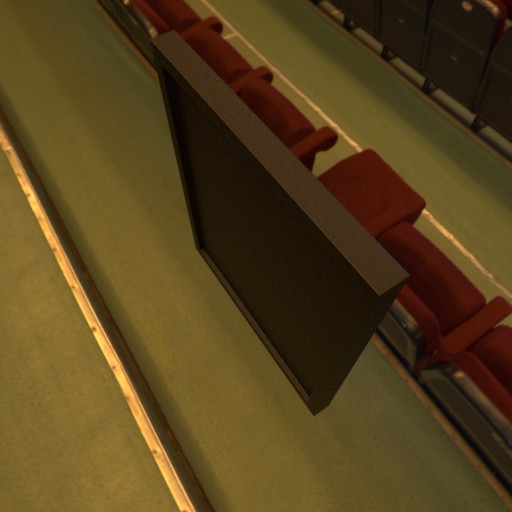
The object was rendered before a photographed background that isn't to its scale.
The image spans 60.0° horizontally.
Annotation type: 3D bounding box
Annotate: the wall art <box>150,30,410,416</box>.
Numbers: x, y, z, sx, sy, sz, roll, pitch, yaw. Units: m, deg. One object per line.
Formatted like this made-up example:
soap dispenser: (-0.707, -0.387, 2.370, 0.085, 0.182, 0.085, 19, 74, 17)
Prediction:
wall art: (0.000, 0.000, 0.522, 0.028, 0.381, 0.328, -30, 63, -17)
